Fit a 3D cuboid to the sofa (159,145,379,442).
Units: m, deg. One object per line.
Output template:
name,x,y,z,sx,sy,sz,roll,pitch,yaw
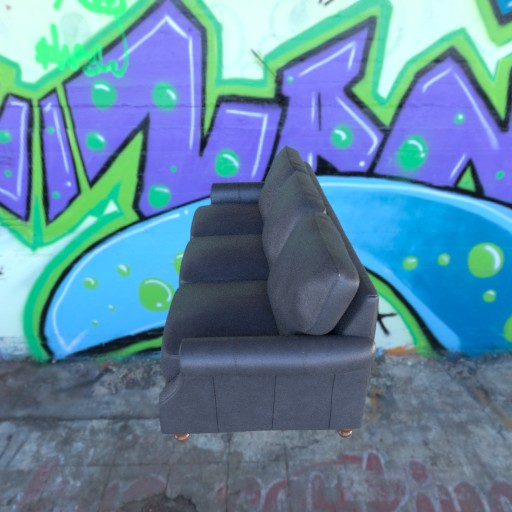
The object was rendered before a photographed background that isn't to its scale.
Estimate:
sofa,0.000,0.000,2.892,0.974,0.977,2.387,-1,27,-2
